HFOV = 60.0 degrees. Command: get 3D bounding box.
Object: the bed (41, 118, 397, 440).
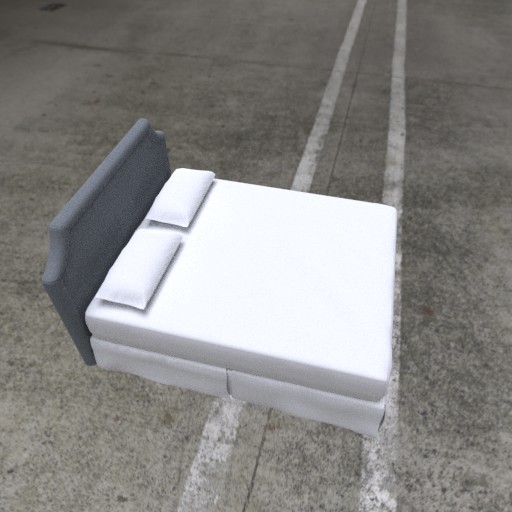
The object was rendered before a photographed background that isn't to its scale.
[{"bbox_3d":[0.000,0.000,3.379,2.259,1.296,1.811,10,47,10],"label":"bed"}]
